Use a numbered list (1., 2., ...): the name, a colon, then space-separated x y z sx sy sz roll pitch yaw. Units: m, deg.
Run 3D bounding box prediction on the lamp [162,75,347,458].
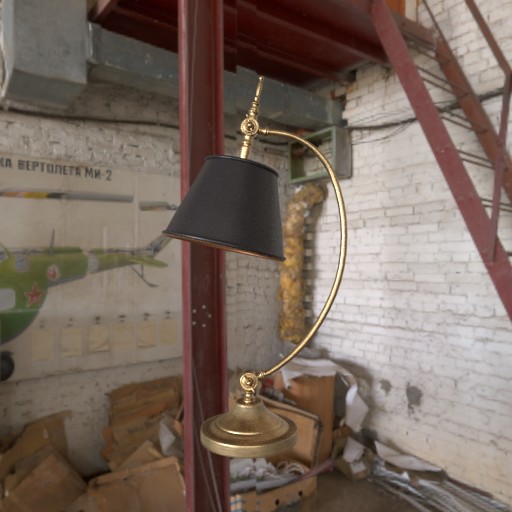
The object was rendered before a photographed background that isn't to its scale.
1. lamp: 0.000 0.000 0.826 0.344 0.675 0.235 0 -1 -1
